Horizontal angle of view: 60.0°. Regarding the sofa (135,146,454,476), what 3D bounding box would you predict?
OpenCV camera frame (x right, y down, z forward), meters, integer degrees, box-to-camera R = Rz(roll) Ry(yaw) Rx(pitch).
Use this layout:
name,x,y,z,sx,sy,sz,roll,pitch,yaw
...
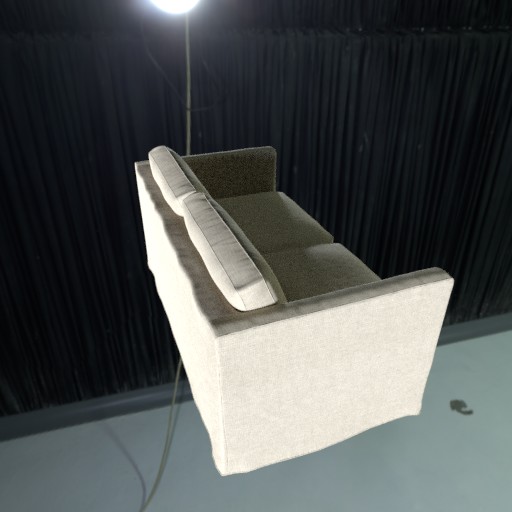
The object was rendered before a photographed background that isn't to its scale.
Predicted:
name,x,y,z,sx,sy,sz,roll,pitch,yaw
sofa,0.000,0.000,2.309,0.956,0.828,1.766,-11,32,-18
